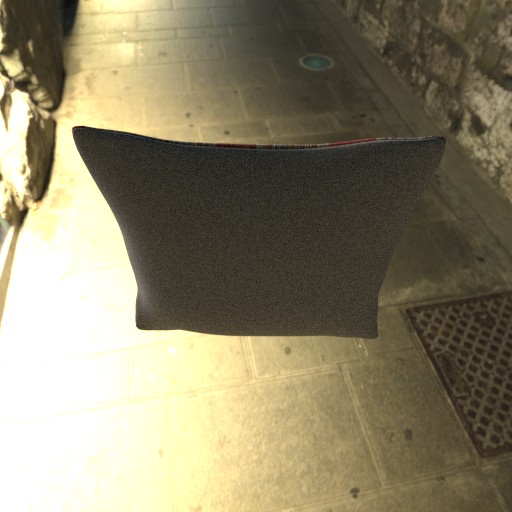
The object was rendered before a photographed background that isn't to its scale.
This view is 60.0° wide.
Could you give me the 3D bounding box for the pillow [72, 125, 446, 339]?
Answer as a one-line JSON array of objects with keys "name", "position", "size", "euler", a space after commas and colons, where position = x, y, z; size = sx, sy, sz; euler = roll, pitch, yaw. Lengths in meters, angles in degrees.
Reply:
[{"name": "pillow", "position": [0.000, 0.000, 0.655], "size": [0.437, 0.419, 0.136], "euler": [2, 48, 2]}]
